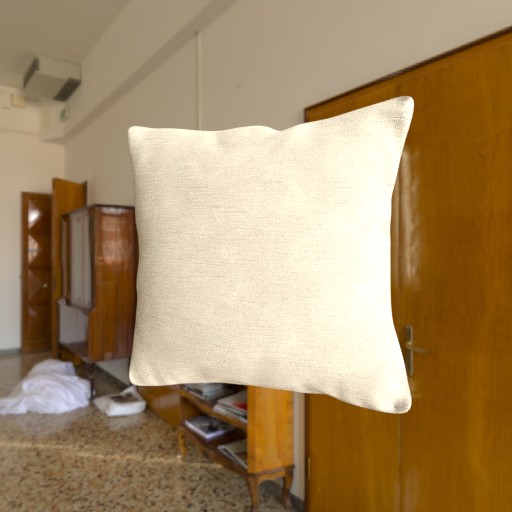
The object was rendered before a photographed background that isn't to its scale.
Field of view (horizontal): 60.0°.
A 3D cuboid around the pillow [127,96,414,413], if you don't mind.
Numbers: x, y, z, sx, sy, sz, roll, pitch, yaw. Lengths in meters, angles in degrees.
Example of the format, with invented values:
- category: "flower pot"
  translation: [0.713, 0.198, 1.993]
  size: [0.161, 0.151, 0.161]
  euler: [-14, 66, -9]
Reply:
- category: "pillow"
  translation: [0.000, 0.000, 0.651]
  size: [0.437, 0.420, 0.162]
  euler: [0, 0, 19]
